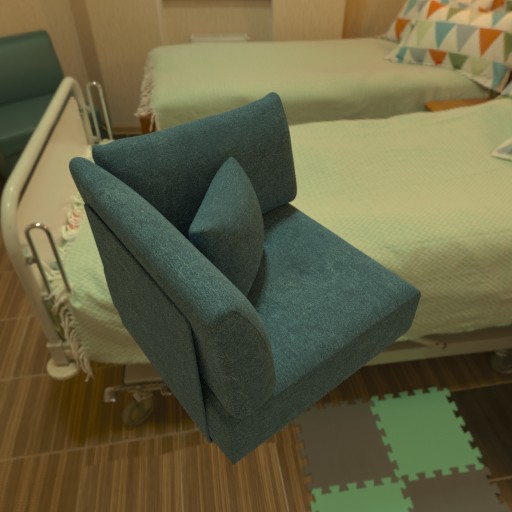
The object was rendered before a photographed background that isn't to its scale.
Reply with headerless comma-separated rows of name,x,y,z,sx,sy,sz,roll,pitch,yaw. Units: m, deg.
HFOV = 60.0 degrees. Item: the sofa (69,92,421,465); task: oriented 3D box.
sofa,0.000,0.000,1.758,1.000,0.820,1.000,-27,48,-28
